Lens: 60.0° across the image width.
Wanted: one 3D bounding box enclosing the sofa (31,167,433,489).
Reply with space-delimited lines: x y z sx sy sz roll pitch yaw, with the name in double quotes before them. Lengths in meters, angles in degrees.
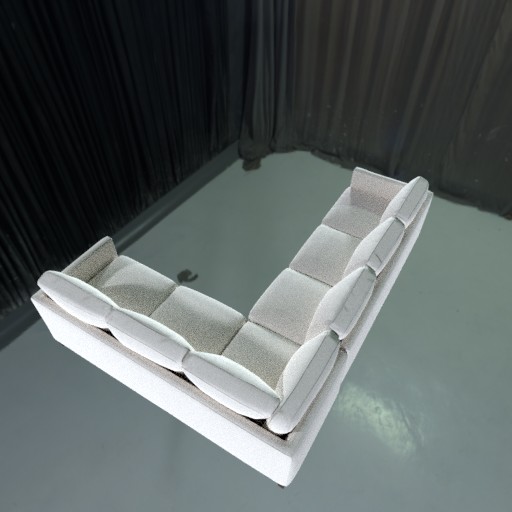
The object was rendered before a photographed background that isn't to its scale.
"sofa" 0.000 0.000 4.461 2.593 0.947 3.302 24 51 21
